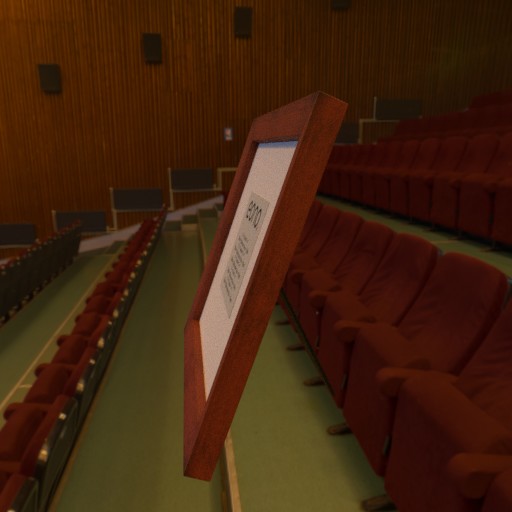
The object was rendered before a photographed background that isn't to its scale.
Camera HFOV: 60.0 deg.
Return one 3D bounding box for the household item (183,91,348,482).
[{"bbox_3d":[0.000,0.000,0.381,0.131,0.240,0.240,-2,14,-9],"label":"household item"}]
